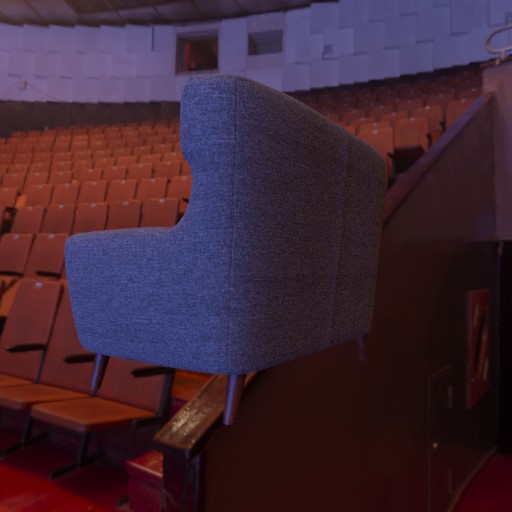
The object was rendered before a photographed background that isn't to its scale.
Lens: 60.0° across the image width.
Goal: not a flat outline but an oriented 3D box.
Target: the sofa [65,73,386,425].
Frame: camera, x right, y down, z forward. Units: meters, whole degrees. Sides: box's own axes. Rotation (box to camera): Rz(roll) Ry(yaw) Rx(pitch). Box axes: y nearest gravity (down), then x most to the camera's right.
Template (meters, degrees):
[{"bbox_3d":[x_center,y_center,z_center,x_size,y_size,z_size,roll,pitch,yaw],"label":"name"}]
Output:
[{"bbox_3d":[0.000,0.000,1.945,0.874,1.028,1.358,-1,-2,35],"label":"sofa"}]
